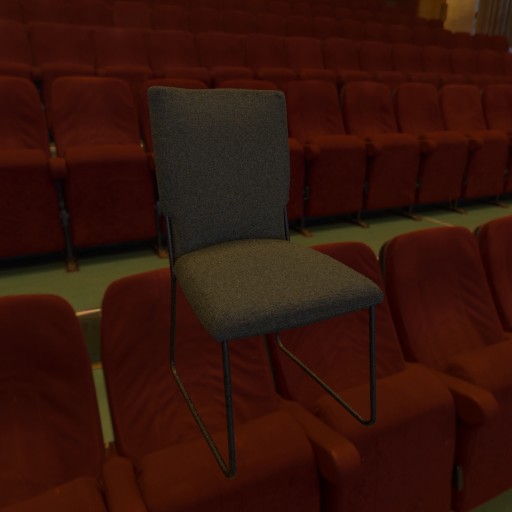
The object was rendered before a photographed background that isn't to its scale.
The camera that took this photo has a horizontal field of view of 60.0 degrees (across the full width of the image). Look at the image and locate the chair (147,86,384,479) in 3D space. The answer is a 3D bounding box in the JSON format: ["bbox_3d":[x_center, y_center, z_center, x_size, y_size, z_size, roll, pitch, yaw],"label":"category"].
[{"bbox_3d":[0.000,0.000,1.281,0.480,0.931,0.635,-9,20,-25],"label":"chair"}]
